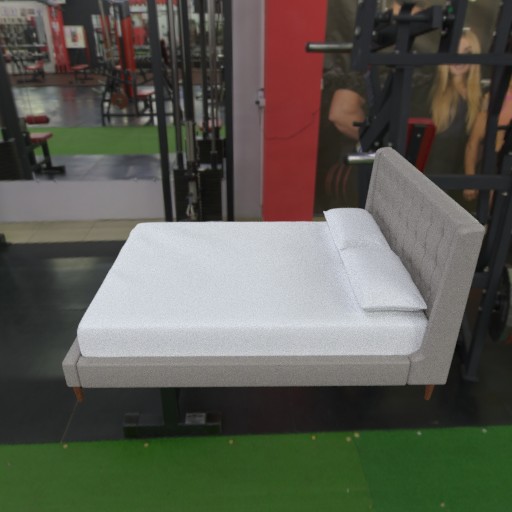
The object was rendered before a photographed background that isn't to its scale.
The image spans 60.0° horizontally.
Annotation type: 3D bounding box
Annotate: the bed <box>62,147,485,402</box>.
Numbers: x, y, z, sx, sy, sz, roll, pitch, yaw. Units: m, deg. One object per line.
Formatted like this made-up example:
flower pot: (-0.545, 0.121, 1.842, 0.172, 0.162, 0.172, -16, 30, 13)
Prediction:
bed: (0.000, 0.000, 3.128, 2.232, 1.147, 1.656, 0, 27, -1)
